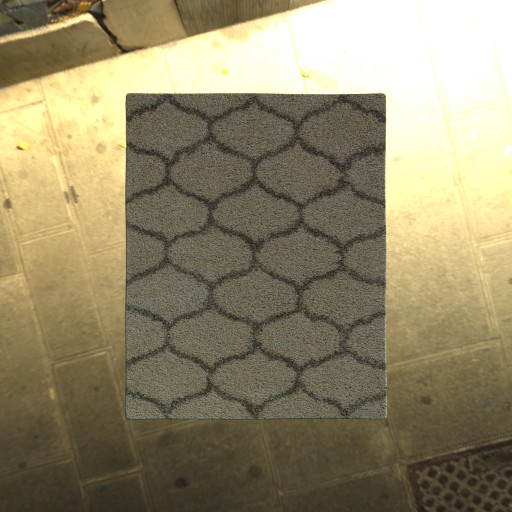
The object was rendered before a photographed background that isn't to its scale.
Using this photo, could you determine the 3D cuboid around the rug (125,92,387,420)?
[{"bbox_3d":[0.000,0.000,4.071,2.399,0.026,3.000,0,90,0],"label":"rug"}]
